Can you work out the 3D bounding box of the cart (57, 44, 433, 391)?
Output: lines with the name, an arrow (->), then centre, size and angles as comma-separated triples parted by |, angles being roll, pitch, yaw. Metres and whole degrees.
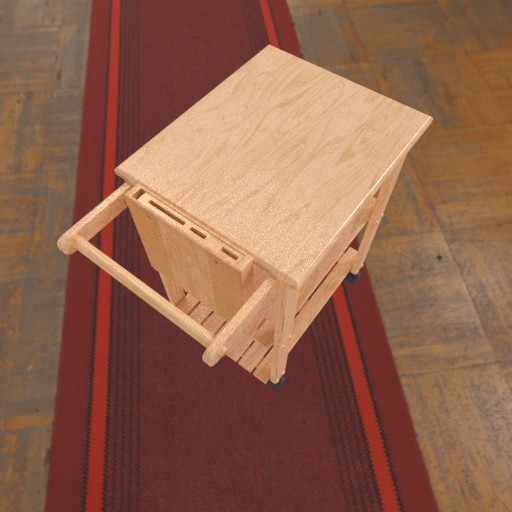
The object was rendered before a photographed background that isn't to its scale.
cart -> 0.000, 0.000, 1.375 | 0.520, 0.816, 0.843 | 33, 64, 19
